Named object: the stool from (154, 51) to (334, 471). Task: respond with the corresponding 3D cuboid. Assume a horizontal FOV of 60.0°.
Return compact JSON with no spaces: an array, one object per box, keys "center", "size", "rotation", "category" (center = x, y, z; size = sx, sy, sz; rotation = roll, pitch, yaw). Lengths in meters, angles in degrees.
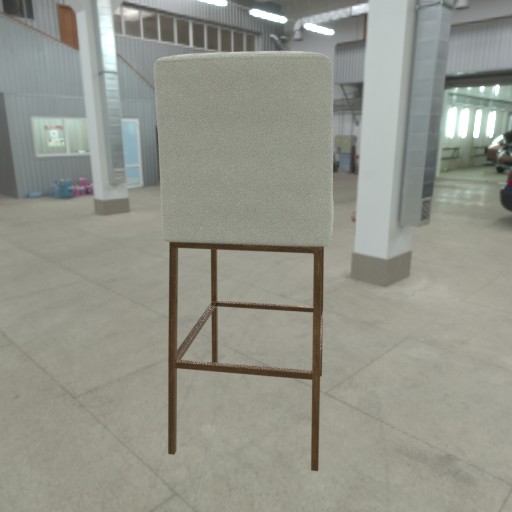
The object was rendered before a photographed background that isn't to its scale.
[{"center":[0.000,0.000,1.373],"size":[0.462,1.084,0.546],"rotation":[2,16,9],"category":"stool"}]
